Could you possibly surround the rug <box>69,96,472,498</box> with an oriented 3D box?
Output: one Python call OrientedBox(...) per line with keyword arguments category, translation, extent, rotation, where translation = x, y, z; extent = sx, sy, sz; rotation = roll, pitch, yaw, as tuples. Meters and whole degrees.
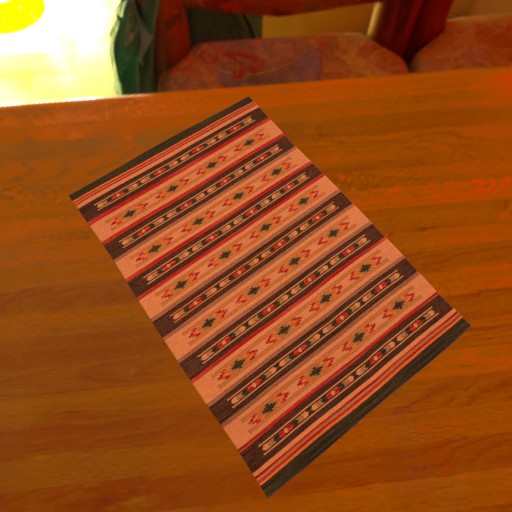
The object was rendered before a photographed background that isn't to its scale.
OrientedBox(category="rug", translation=(0.000, 0.000, 2.274), extent=(1.221, 0.009, 1.825), rotation=(-34, 69, -15))
